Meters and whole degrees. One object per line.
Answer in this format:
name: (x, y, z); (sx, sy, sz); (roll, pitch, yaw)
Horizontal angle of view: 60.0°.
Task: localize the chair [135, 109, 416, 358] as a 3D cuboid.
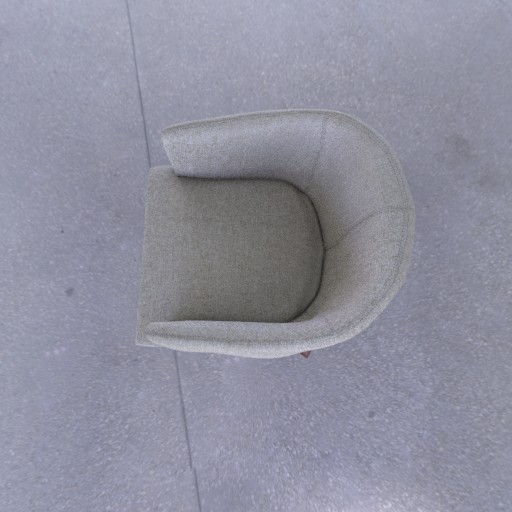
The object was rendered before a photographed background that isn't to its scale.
chair: (0.000, 0.000, 1.289); (0.655, 0.811, 0.583); (1, 76, 0)
